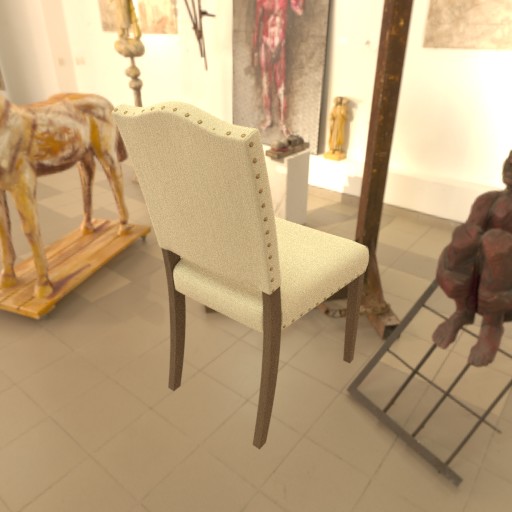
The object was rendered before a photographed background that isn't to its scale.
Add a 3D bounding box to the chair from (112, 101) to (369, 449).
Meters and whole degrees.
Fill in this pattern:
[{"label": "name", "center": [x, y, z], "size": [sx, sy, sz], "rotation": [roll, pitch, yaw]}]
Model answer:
[{"label": "chair", "center": [0.000, 0.000, 1.406], "size": [0.508, 1.015, 0.619], "rotation": [21, 35, 33]}]
